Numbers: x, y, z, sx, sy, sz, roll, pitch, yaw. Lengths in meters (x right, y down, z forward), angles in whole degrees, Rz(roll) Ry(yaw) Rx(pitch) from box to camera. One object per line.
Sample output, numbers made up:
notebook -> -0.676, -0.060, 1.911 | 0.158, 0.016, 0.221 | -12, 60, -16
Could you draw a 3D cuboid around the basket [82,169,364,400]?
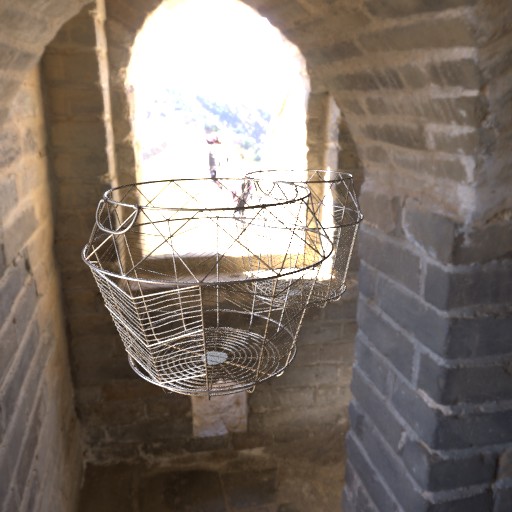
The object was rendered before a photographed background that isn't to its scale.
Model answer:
basket -> 0.000, 0.000, 0.996 | 0.451, 0.343, 0.805 | 9, 19, 27
